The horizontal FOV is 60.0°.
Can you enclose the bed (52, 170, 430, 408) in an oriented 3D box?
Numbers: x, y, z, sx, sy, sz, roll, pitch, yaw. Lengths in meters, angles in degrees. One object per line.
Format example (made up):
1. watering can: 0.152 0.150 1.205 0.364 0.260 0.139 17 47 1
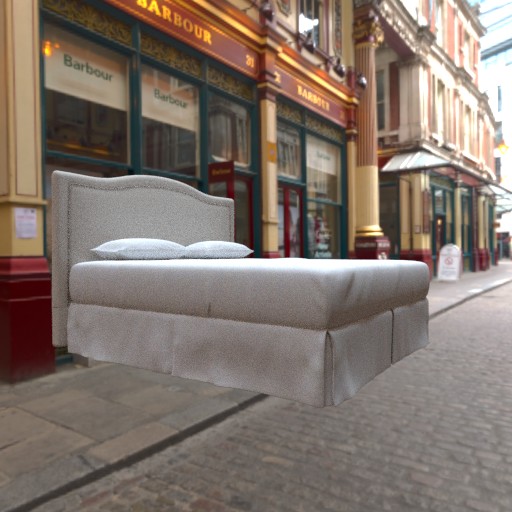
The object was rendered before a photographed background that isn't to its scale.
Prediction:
1. bed: 0.000 0.000 3.435 2.182 1.421 2.083 0 1 35
